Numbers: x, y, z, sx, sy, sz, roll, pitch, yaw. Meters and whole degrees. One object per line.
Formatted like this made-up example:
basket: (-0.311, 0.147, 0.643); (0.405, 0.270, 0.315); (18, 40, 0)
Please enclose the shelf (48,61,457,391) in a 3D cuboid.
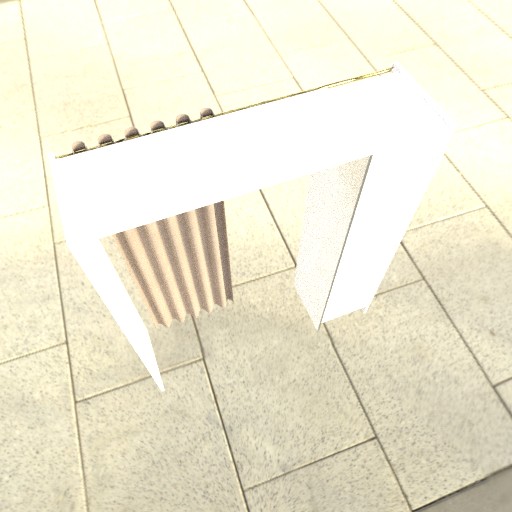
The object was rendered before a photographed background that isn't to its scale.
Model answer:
shelf: (0.000, 0.000, 2.573); (1.600, 1.820, 0.500); (-19, 60, -11)
